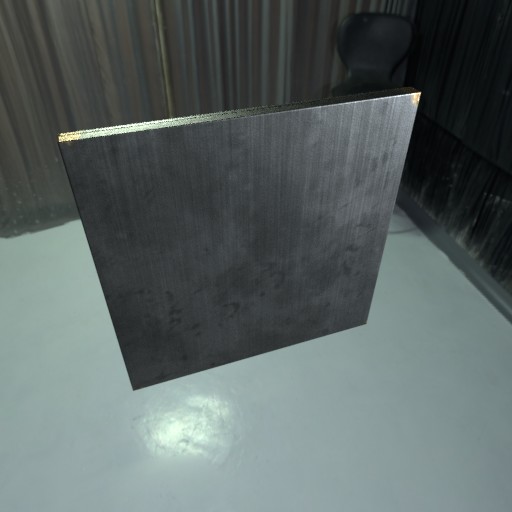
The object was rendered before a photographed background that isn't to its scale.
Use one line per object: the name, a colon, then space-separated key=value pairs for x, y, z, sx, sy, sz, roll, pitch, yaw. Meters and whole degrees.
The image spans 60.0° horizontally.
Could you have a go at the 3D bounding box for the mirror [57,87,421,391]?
mirror: x=0.000 y=0.000 z=0.570 sx=0.382 sy=0.381 sz=0.020 roll=-13 pitch=41 yaw=-15
